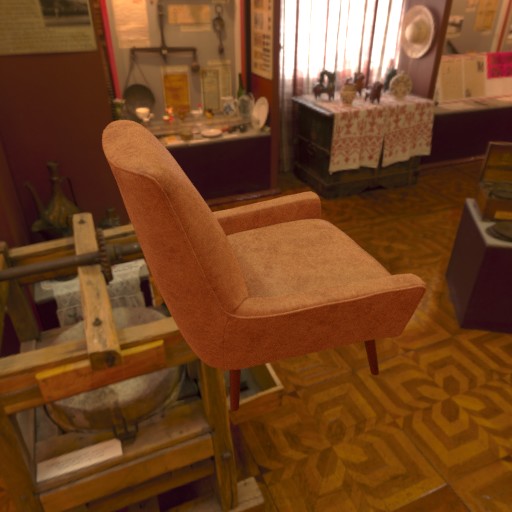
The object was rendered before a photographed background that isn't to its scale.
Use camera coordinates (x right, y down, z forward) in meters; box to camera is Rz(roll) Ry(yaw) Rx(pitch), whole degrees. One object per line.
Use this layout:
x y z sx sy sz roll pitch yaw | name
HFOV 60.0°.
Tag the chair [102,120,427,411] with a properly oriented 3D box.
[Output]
0.000 0.000 1.502 0.851 0.883 0.753 -11 33 -18 | chair
